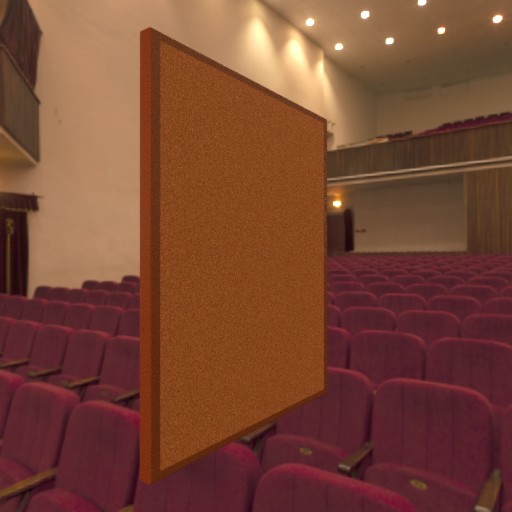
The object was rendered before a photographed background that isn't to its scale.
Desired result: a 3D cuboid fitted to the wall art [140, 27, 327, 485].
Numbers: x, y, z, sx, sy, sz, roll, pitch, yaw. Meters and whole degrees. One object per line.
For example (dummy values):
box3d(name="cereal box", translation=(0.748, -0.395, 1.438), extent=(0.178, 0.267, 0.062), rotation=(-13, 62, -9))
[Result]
box3d(name="wall art", translation=(0.000, 0.000, 0.493), extent=(0.015, 0.379, 0.310), rotation=(0, 0, 37))
